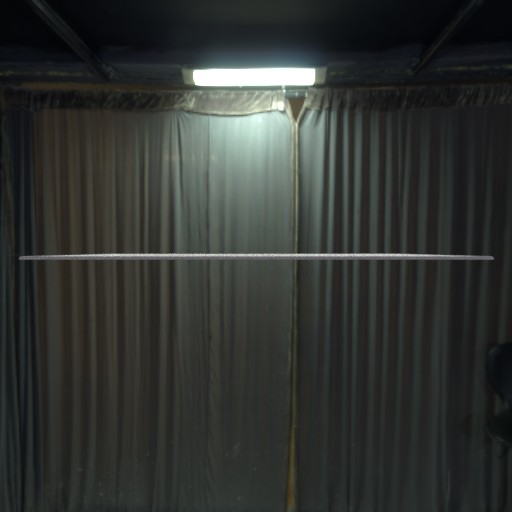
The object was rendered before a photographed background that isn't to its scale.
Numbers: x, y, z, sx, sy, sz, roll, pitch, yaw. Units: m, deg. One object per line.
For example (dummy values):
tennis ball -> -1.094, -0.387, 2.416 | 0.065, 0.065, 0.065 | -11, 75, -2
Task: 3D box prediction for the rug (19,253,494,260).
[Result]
rug -> 0.000, 0.000, 2.084 | 1.676, 0.013, 1.067 | 0, 1, 0
